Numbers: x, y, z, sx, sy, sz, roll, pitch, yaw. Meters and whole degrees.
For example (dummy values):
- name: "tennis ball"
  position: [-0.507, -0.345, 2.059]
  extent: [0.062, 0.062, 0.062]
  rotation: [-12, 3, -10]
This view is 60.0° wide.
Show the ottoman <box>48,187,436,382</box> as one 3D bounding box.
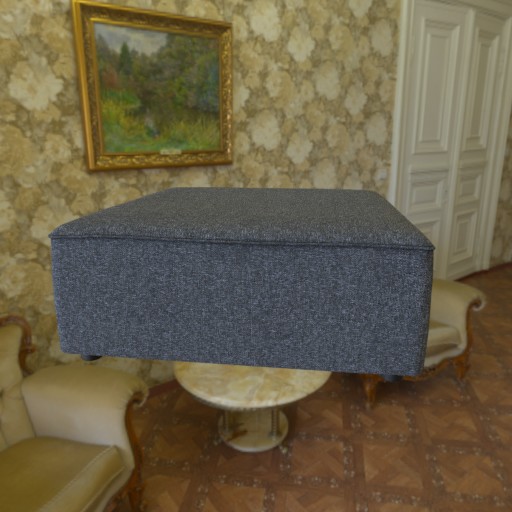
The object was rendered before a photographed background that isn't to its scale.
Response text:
- name: "ottoman"
  position: [0.000, 0.000, 1.624]
  extent: [1.021, 0.423, 1.017]
  rotation: [2, 15, 8]
